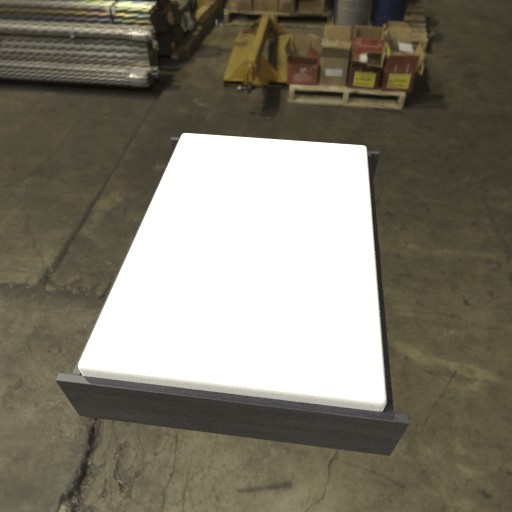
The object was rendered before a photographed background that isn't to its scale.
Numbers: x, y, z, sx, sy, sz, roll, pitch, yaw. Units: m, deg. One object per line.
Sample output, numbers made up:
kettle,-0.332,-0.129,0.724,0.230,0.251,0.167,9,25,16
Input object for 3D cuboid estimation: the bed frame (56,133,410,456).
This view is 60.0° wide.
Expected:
bed frame,0.000,0.000,2.608,1.490,0.432,1.950,5,47,5
